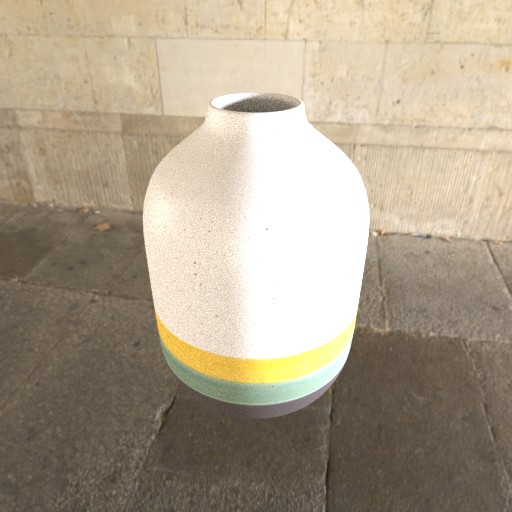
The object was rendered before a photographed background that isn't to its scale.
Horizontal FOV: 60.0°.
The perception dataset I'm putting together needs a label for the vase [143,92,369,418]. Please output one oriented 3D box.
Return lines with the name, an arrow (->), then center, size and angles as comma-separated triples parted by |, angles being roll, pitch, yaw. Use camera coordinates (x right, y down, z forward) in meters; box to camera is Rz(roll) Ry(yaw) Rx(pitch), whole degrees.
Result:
vase -> 0.000, 0.000, 0.357 | 0.169, 0.240, 0.169 | 0, 31, 0
